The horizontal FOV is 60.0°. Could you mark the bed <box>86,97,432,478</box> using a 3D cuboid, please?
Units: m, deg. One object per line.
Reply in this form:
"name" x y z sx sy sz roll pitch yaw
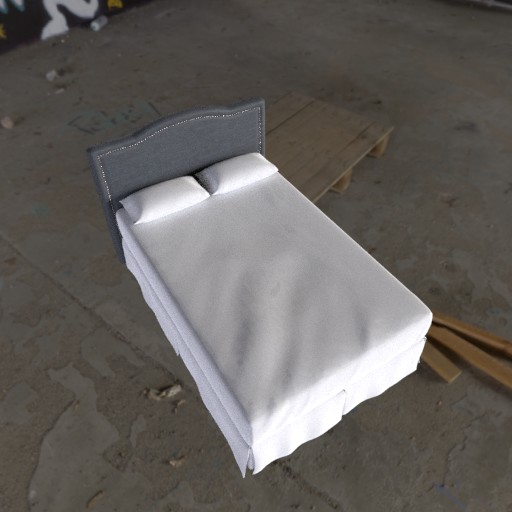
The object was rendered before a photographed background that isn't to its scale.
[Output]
"bed" 0.000 0.000 3.603 1.747 1.441 2.507 -24 51 -21
